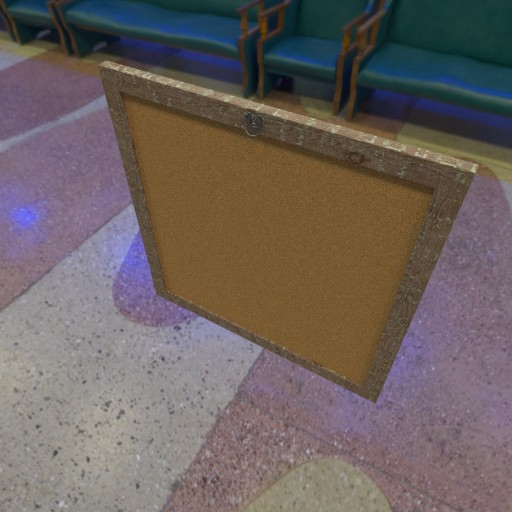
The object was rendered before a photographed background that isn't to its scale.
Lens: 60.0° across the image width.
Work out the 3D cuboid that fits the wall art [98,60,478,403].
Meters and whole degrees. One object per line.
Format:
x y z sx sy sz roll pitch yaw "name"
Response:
0.000 0.000 0.535 0.380 0.380 0.022 23 50 20 "wall art"
